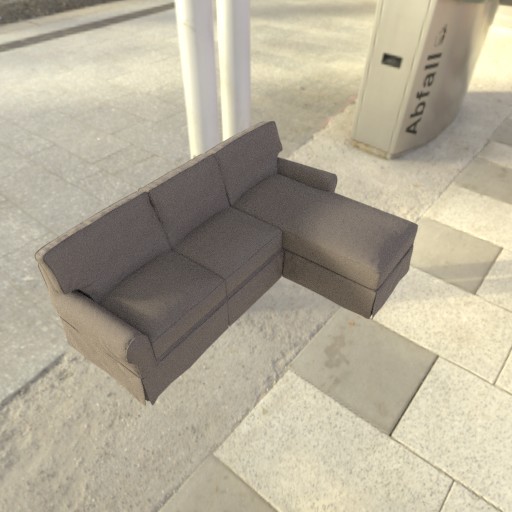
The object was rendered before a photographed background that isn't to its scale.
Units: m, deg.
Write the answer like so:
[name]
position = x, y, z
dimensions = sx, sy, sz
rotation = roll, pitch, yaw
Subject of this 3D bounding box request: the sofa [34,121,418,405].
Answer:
[sofa]
position = 0.000, 0.000, 3.340
dimensions = 1.733, 0.978, 2.475
rotation = 26, 47, 27
